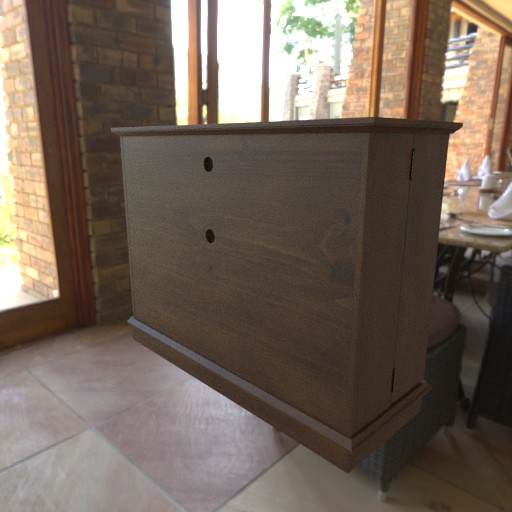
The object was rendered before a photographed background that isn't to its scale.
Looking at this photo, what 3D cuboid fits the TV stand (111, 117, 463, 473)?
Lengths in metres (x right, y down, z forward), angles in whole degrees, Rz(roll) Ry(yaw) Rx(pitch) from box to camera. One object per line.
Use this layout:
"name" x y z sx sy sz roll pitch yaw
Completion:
"TV stand" 0.000 0.000 1.442 0.406 0.813 1.067 -14 20 -42
